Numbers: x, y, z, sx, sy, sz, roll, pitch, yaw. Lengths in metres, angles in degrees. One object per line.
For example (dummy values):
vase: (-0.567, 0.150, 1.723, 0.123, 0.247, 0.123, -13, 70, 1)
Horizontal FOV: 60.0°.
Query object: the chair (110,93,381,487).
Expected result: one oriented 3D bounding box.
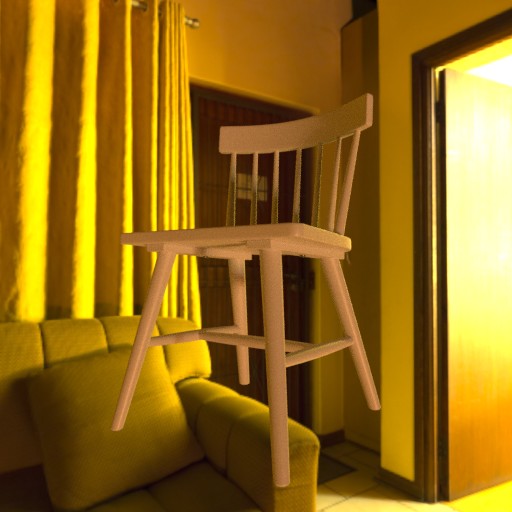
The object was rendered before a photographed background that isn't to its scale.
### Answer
chair: (0.000, 0.000, 1.076, 0.483, 0.787, 0.500, -1, -1, 35)
